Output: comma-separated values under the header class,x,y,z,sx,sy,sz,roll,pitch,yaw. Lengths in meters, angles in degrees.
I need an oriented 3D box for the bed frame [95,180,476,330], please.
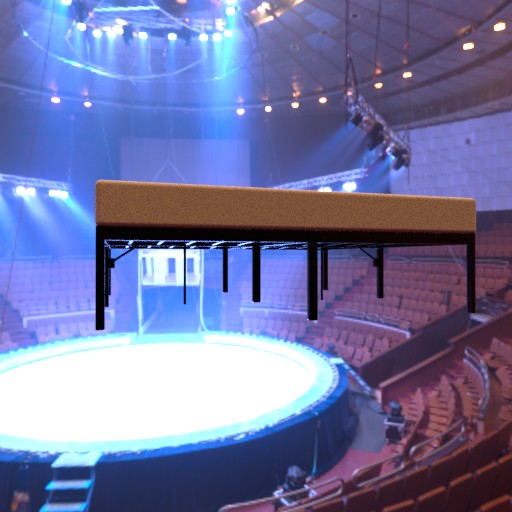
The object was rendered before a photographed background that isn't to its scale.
class,x,y,z,sx,sy,sz,roll,pitch,yaw
bed frame,0.000,0.000,3.160,2.079,0.659,1.963,0,0,-17
